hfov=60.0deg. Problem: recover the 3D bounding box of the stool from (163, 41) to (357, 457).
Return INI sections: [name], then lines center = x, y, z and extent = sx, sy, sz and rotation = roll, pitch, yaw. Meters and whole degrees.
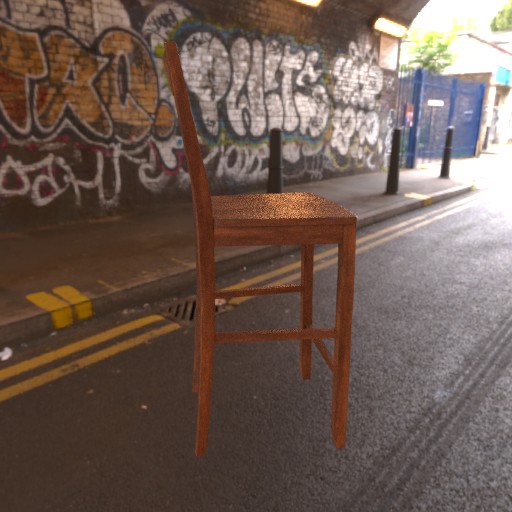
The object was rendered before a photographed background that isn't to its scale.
[stool]
center = 0.000, 0.000, 1.338
extent = 0.487, 1.105, 0.433
rotation = -3, 17, -9
